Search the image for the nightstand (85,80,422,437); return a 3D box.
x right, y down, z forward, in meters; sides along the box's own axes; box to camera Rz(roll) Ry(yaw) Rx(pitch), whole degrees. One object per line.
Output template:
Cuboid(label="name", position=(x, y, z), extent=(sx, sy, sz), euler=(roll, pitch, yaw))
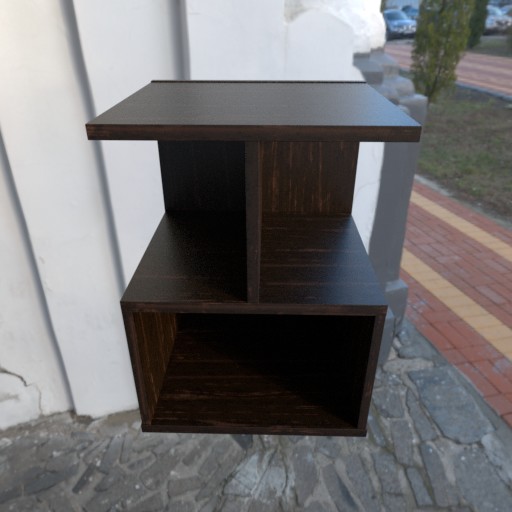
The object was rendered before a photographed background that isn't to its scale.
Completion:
Cuboid(label="nightstand", position=(0.000, 0.000, 0.815), extent=(0.400, 0.559, 0.356), euler=(1, 29, 1))
